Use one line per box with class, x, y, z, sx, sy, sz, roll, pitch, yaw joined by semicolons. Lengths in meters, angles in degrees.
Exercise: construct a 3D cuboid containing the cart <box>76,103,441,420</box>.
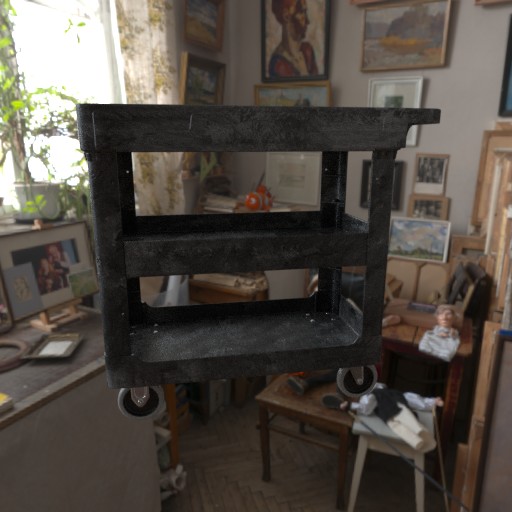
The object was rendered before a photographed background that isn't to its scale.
cart;0.000;0.000;1.327;0.877;0.824;0.420;-3;15;-10
